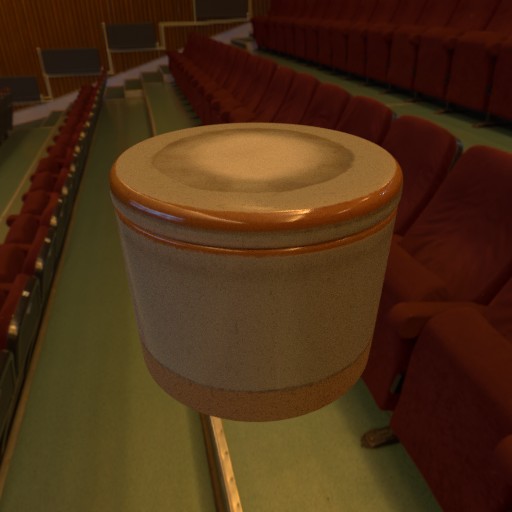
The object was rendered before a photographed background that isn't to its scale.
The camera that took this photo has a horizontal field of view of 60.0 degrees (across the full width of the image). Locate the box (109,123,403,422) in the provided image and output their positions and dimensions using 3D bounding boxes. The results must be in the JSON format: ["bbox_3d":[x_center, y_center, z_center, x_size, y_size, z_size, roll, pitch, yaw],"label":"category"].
[{"bbox_3d":[0.000,0.000,0.214,0.123,0.100,0.123,0,30,0],"label":"box"}]
